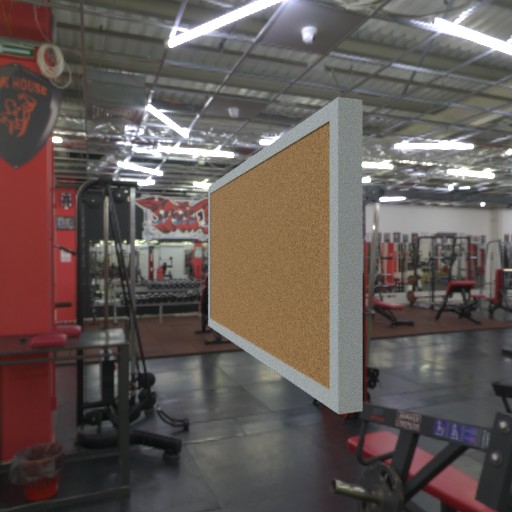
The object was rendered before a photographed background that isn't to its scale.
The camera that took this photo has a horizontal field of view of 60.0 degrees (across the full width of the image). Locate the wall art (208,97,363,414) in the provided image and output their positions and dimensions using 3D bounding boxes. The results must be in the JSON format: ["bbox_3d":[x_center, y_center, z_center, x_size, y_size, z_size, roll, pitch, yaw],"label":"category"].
[{"bbox_3d":[0.000,0.000,0.992,0.038,0.431,0.812,0,0,-19],"label":"wall art"}]
